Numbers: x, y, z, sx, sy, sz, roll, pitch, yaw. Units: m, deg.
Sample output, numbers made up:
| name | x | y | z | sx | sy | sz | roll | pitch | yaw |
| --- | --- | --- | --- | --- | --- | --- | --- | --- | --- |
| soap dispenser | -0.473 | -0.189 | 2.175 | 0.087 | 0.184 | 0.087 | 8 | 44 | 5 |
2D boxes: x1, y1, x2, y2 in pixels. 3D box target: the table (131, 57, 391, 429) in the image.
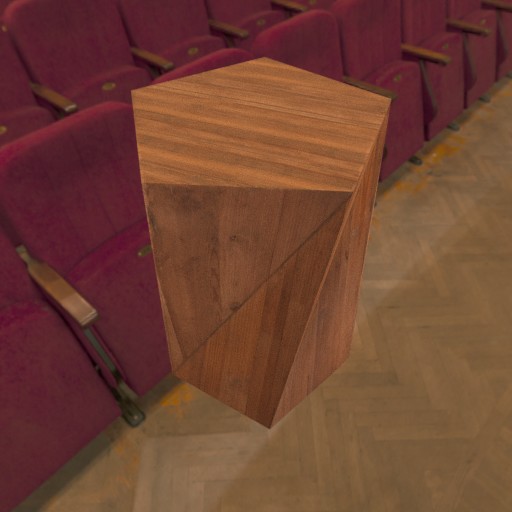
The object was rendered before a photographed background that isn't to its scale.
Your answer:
| name | x | y | z | sx | sy | sz | roll | pitch | yaw |
| --- | --- | --- | --- | --- | --- | --- | --- | --- | --- |
| table | 0.000 | 0.000 | 0.880 | 0.425 | 0.604 | 0.441 | 33 | 54 | 28 |
